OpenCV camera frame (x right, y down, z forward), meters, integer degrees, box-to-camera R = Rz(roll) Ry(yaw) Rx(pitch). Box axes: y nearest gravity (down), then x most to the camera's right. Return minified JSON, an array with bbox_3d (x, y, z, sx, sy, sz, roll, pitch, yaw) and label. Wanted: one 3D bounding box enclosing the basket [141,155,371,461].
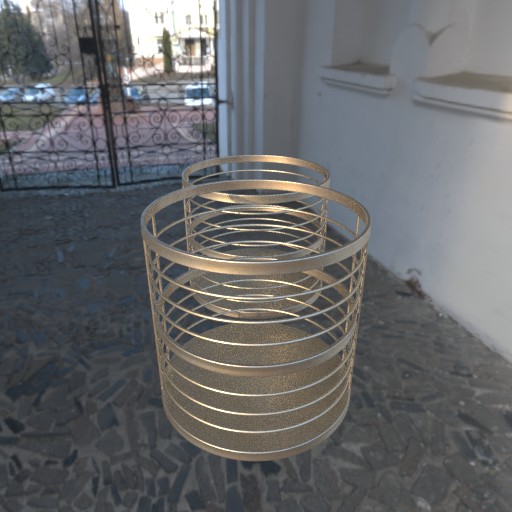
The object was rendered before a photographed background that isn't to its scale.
[{"bbox_3d":[0.000,0.000,0.951,0.356,0.351,0.746,0,26,0],"label":"basket"}]
